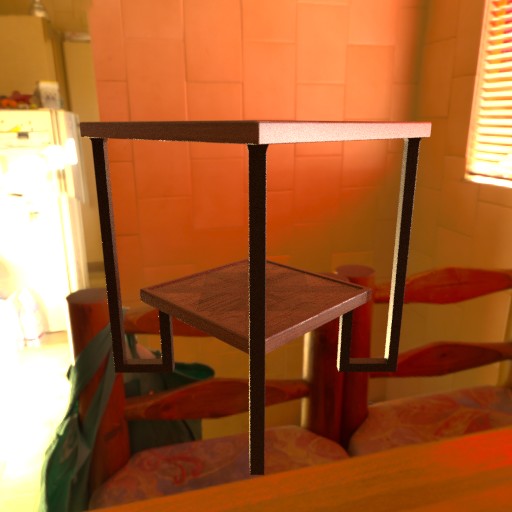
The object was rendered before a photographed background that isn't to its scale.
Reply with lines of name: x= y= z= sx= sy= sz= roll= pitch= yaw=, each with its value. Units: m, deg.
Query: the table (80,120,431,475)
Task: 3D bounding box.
table: x=0.000 y=0.000 z=0.972 sx=0.503 sy=0.563 sz=0.503 roll=16 pitch=23 yaw=42
